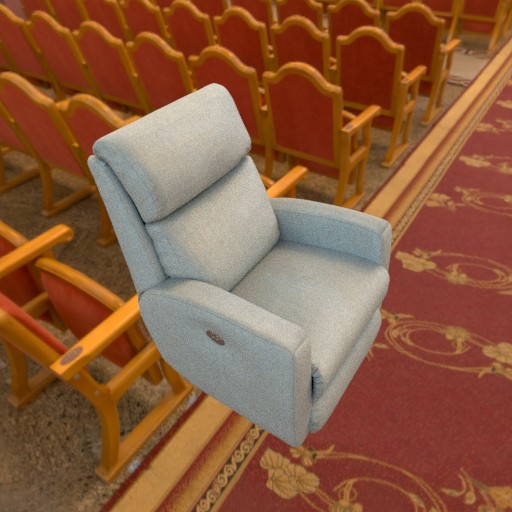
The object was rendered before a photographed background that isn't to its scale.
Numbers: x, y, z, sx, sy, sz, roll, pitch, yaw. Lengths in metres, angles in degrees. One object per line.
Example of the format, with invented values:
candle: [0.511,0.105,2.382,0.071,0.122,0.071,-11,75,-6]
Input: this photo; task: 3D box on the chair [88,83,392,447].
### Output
chair: [0.000,0.000,1.693,0.940,1.016,0.794,24,47,25]
